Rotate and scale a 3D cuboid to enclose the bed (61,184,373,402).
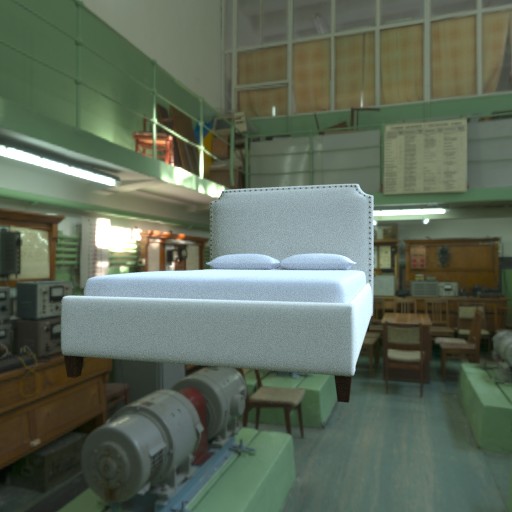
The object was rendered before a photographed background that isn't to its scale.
[{"bbox_3d":[0.000,0.000,3.478,1.712,1.443,2.372,0,-1,17],"label":"bed"}]
